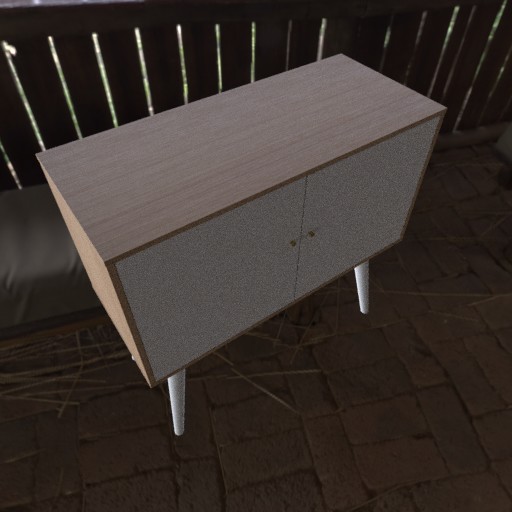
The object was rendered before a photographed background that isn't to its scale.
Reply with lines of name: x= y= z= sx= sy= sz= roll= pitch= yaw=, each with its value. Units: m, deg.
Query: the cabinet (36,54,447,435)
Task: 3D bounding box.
cabinet: x=0.000 y=0.000 z=1.589 sx=1.057 sy=1.016 sz=0.470 roll=-27 pitch=53 yaw=-23
